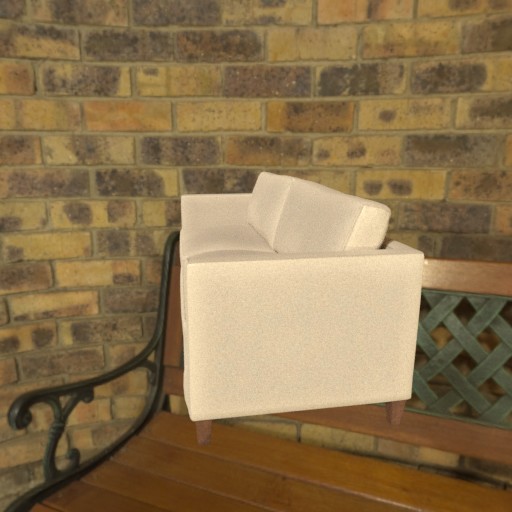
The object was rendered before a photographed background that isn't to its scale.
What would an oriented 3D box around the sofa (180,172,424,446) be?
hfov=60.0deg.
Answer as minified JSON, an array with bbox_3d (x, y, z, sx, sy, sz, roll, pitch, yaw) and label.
[{"bbox_3d":[0.000,0.000,2.802,0.951,0.968,2.361,-2,14,-9],"label":"sofa"}]
